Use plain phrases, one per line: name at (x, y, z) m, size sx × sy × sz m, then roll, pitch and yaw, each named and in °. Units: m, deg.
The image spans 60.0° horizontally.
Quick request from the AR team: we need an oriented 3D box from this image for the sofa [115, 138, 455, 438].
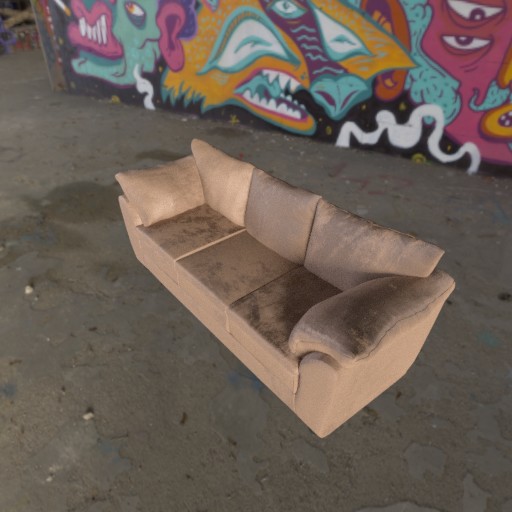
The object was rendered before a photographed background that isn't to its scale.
sofa at (0.000, 0.000, 2.902) m, size 0.893 × 0.981 × 2.377 m, roll -24°, pitch 40°, yaw -31°
